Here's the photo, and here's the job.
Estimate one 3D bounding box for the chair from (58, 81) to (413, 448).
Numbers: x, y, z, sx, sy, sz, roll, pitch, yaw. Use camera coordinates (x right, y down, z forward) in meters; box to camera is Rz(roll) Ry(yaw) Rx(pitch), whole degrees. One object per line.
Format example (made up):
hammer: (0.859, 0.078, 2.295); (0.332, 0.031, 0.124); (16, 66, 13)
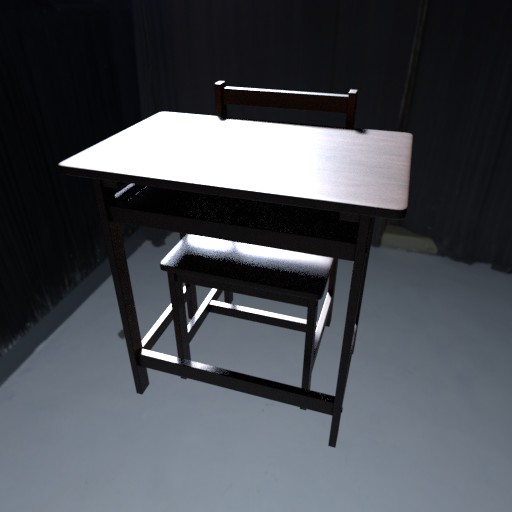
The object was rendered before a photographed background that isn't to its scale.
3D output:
chair: (0.000, 0.000, 1.034); (0.599, 0.673, 0.463); (10, 33, 15)
